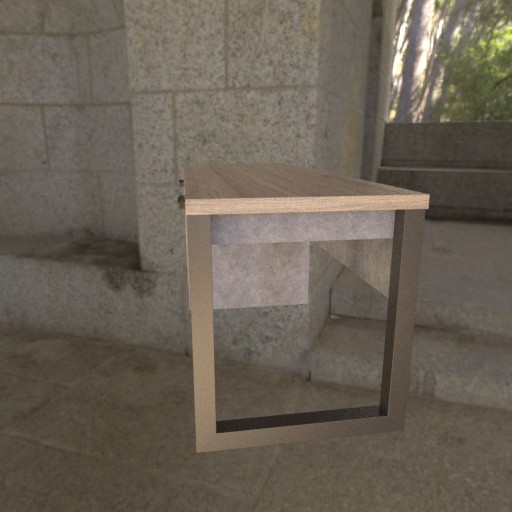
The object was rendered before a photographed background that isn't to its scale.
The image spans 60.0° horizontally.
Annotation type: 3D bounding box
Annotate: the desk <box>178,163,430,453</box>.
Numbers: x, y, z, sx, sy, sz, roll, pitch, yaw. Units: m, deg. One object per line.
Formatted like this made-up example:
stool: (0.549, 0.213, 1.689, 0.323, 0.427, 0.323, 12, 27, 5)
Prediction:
desk: (0.000, 0.000, 2.071, 0.690, 0.760, 1.700, -2, 15, -9)
